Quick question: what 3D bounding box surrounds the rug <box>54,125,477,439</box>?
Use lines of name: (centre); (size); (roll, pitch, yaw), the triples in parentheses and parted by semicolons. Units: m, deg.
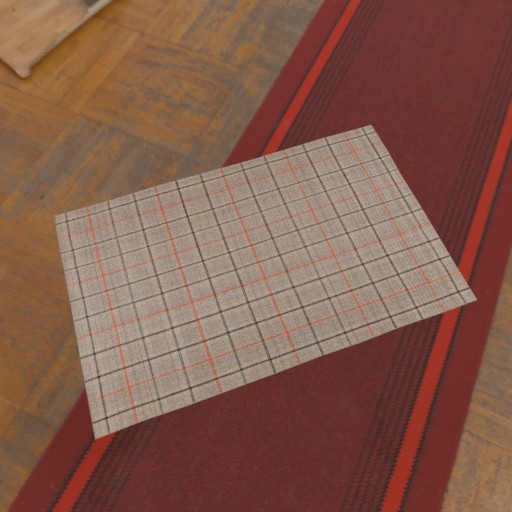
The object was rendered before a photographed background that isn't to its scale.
rug: (0.000, 0.000, 2.945); (2.439, 0.015, 1.524); (-18, 66, -8)
